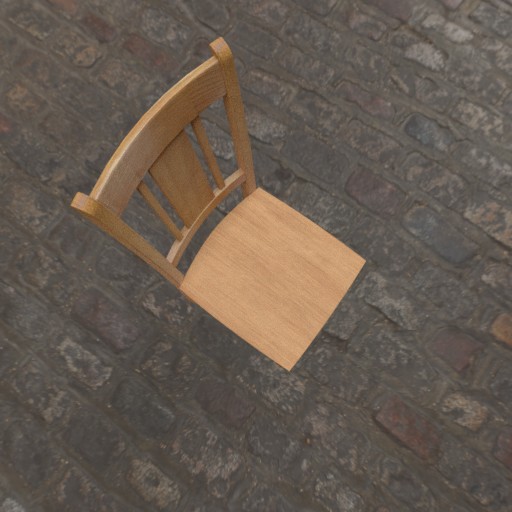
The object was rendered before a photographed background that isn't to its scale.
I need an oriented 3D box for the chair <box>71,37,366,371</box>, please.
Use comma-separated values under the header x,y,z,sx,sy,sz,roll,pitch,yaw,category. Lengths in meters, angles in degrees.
x,y,z,sx,sy,sz,roll,pitch,yaw,category
0.000,0.000,1.296,0.556,0.998,0.450,36,79,8,chair
